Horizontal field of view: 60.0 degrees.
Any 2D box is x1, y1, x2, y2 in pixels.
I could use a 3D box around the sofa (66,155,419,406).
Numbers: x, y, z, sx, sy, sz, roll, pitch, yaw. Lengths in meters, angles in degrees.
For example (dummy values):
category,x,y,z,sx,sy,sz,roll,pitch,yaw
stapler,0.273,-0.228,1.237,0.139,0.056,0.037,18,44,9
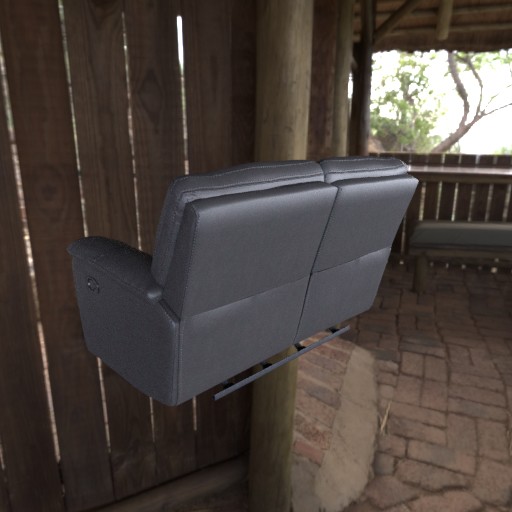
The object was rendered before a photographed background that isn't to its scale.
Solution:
category,x,y,z,sx,sy,sz,roll,pitch,yaw
sofa,0.000,0.000,2.503,1.765,1.111,1.104,-15,21,-43
